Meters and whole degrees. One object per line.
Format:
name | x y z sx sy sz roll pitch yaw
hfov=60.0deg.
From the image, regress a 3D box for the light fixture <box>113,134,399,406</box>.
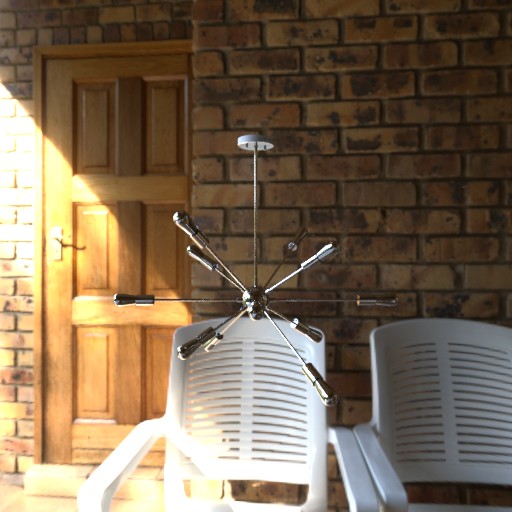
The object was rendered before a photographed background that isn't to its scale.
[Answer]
light fixture | 0.000 0.000 1.062 0.684 0.558 0.509 0 0 0
